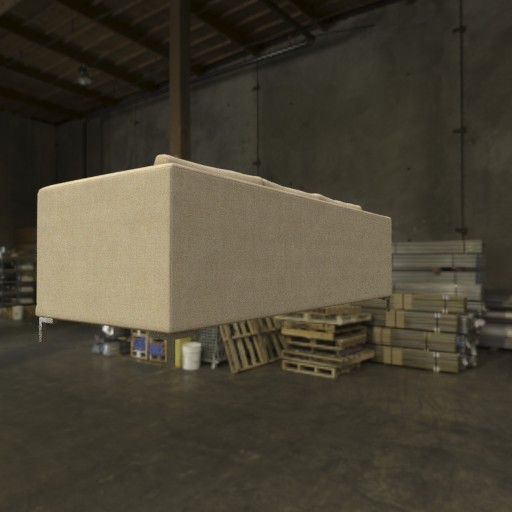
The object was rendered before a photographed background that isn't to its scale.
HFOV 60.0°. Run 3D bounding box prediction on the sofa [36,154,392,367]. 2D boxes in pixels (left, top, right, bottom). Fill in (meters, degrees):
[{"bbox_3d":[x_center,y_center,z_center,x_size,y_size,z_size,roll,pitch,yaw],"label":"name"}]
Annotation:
[{"bbox_3d":[0.000,0.000,2.882,0.969,0.867,2.415,-1,-1,36],"label":"sofa"}]
